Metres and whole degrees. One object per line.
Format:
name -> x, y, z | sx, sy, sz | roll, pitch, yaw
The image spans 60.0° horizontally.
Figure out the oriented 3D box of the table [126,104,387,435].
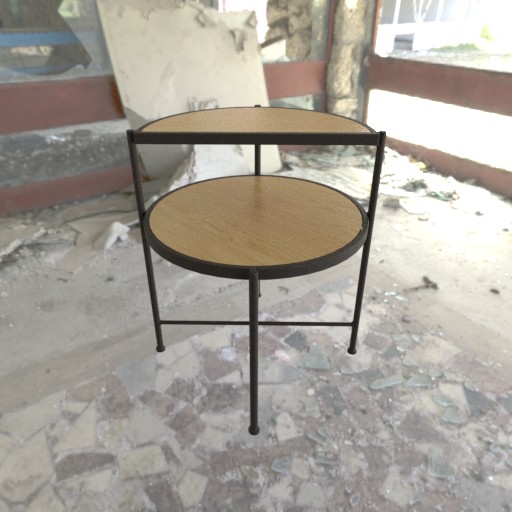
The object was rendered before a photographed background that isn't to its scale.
table -> 0.000, 0.000, 1.220 | 0.629, 0.684, 0.628 | 0, 30, 1
